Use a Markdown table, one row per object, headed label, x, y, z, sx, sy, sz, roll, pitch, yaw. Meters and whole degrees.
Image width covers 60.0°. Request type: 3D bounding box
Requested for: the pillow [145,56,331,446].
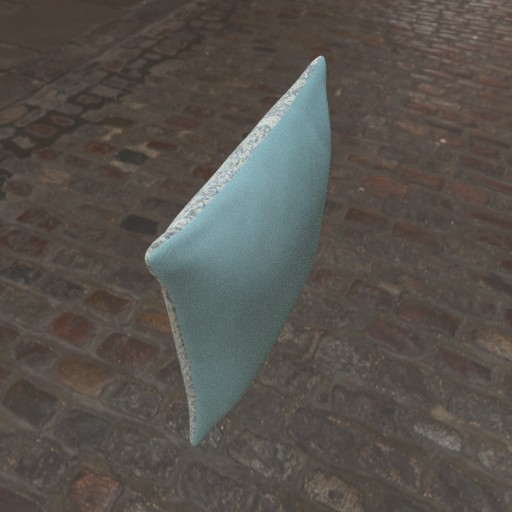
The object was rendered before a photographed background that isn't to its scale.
| label | x | y | z | sx | sy | sz | roll | pitch | yaw |
| --- | --- | --- | --- | --- | --- | --- | --- | --- | --- |
| pillow | 0.000 | 0.000 | 0.780 | 0.166 | 0.507 | 0.526 | 19 | 50 | 17 |
